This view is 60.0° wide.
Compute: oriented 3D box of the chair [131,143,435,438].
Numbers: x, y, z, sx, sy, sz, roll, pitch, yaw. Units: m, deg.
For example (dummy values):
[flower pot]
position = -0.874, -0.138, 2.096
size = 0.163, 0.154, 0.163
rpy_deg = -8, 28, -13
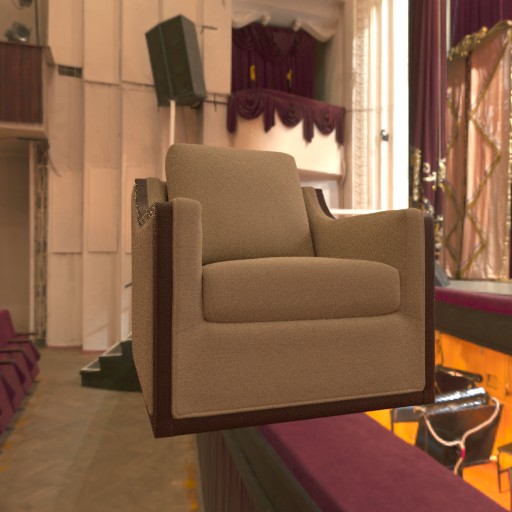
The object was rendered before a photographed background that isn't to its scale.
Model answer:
[chair]
position = 0.000, 0.000, 1.651
size = 0.870, 0.930, 0.950
rpy_deg = 0, -1, -19
